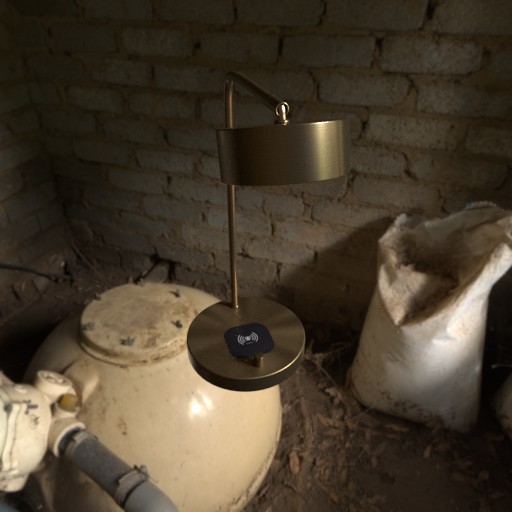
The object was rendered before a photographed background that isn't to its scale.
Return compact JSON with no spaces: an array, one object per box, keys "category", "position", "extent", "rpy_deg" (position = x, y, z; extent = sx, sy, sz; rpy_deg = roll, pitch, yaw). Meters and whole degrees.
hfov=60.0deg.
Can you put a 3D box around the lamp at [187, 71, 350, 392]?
[{"category":"lamp","position":[0.000,0.000,0.513],"extent":[0.171,0.380,0.270],"rpy_deg":[-9,34,-14]}]
